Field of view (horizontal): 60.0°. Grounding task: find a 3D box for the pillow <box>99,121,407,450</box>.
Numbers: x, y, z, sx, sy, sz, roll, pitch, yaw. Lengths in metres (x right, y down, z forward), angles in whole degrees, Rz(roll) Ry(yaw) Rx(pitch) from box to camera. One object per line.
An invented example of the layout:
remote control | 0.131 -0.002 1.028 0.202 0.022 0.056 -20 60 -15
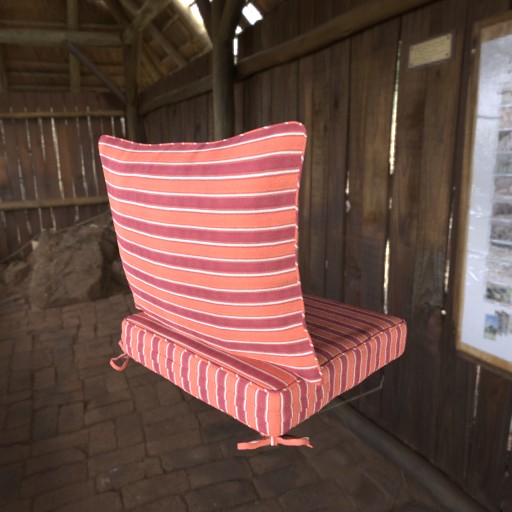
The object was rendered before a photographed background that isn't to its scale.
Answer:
pillow | 0.000 0.000 1.358 0.799 0.723 0.733 12 17 43
